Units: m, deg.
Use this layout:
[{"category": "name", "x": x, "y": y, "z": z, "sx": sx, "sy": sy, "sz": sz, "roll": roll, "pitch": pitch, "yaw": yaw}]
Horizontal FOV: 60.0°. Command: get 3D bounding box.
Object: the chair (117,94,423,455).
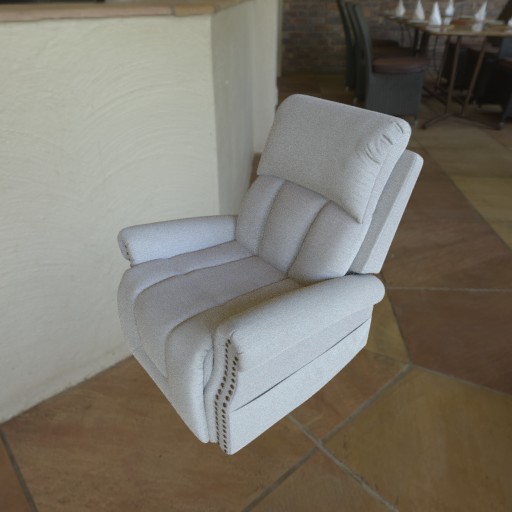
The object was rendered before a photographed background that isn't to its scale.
[{"category": "chair", "x": 0.000, "y": 0.000, "z": 1.715, "sx": 0.979, "sy": 1.031, "sz": 0.871, "roll": -22, "pitch": 38, "yaw": -32}]
